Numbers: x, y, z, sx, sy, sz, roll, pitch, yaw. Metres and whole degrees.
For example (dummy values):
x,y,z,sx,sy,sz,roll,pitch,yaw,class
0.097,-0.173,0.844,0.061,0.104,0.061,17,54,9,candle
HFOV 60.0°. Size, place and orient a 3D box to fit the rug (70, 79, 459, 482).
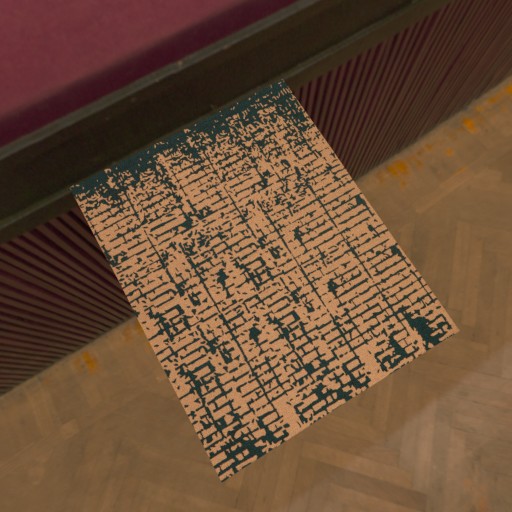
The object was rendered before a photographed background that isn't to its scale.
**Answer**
x,y,z,sx,sy,sz,roll,pitch,yaw,class
0.000,0.000,4.112,2.416,0.014,3.017,-30,77,-8,rug
